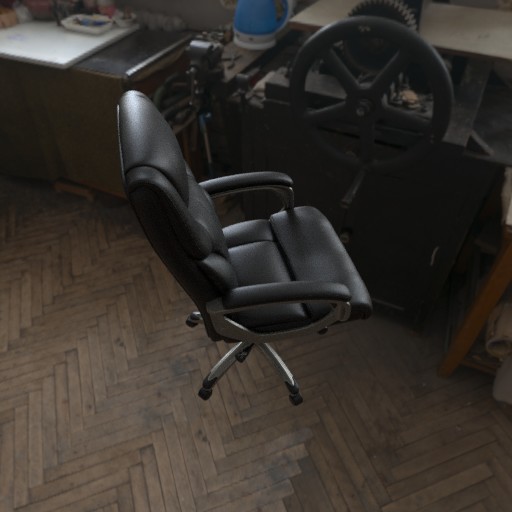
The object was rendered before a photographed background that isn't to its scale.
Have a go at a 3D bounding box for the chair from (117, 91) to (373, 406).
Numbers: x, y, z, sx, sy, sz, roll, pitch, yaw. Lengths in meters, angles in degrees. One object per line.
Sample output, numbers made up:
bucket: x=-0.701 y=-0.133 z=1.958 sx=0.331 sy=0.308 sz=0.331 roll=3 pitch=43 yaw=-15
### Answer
chair: x=0.000 y=0.000 z=1.595 sx=0.739 sy=1.155 sz=0.663 roll=-10 pitch=46 yaw=-10
